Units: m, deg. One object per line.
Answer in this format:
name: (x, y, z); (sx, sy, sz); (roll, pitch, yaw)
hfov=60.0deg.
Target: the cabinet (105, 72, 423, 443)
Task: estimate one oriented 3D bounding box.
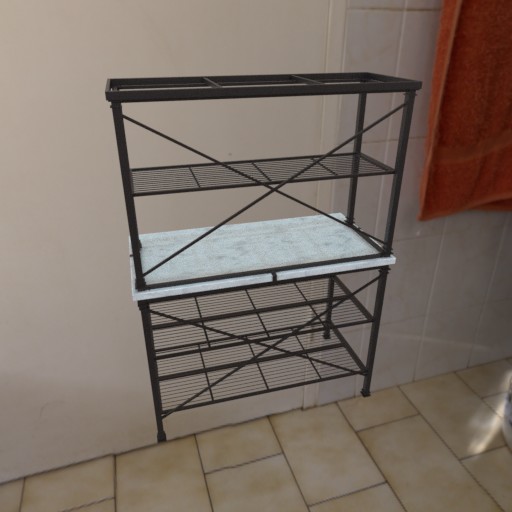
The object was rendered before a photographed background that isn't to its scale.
cabinet: (0.000, 0.000, 2.220); (1.210, 1.659, 0.610); (-7, 28, -14)
